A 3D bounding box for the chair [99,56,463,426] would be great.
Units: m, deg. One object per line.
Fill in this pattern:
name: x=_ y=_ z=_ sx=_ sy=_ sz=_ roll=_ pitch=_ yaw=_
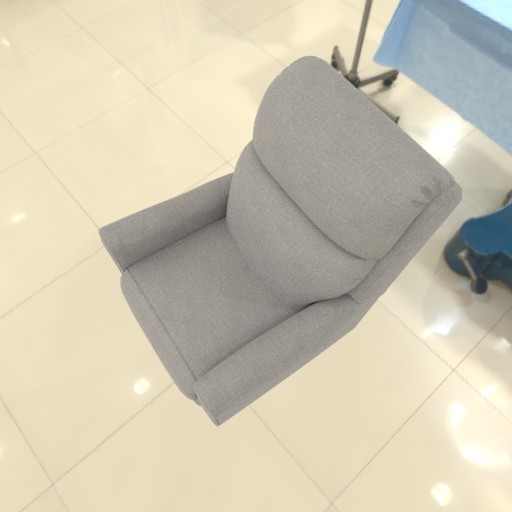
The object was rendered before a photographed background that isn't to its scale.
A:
chair: x=0.000 y=0.000 z=1.707 sx=1.014 sy=1.054 sz=0.838 roll=-32 pitch=67 yaw=-15
